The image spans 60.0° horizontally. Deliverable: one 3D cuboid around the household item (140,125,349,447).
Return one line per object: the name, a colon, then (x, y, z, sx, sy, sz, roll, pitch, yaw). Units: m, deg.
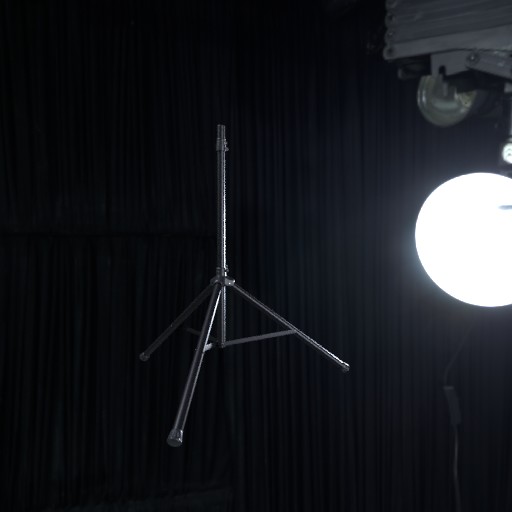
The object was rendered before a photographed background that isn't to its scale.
household item: (0.000, 0.000, 2.786, 1.339, 1.595, 1.596, 0, 1, -18)
